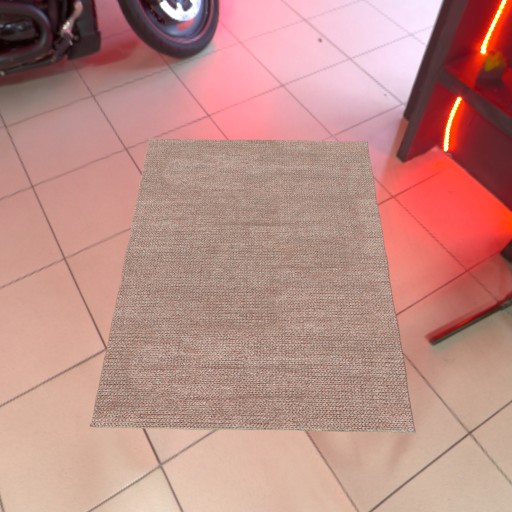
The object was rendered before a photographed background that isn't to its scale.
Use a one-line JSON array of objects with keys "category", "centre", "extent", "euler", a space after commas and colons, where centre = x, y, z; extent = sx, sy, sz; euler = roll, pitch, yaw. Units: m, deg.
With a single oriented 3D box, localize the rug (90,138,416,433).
[{"category": "rug", "centre": [0.000, 0.000, 4.095], "extent": [2.429, 0.030, 3.052], "euler": [1, 58, 0]}]
